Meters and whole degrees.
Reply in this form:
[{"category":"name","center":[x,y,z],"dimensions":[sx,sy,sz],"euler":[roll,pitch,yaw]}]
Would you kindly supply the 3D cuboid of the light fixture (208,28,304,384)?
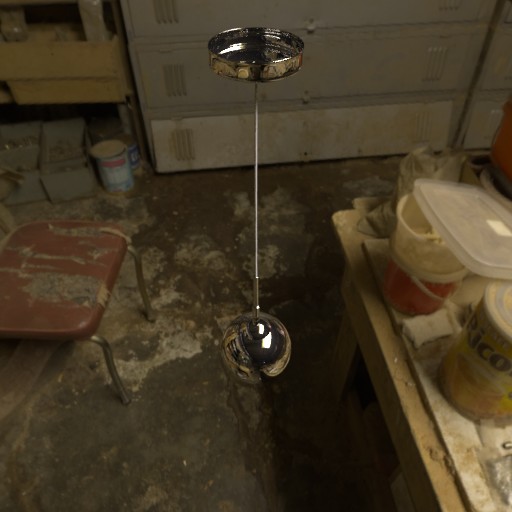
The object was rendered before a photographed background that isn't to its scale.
[{"category":"light fixture","center":[0.000,0.000,1.680],"dimensions":[0.336,1.538,0.336],"euler":[-4,45,-4]}]
